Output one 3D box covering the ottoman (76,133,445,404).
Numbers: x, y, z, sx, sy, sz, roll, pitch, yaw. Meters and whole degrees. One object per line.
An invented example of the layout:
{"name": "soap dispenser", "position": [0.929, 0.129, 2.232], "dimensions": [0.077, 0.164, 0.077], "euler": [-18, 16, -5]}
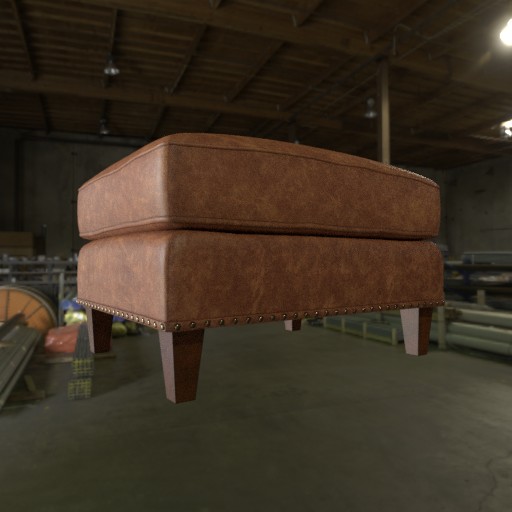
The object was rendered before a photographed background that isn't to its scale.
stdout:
{"name": "ottoman", "position": [0.000, 0.000, 1.114], "dimensions": [0.742, 0.486, 0.586], "euler": [1, -1, -35]}
